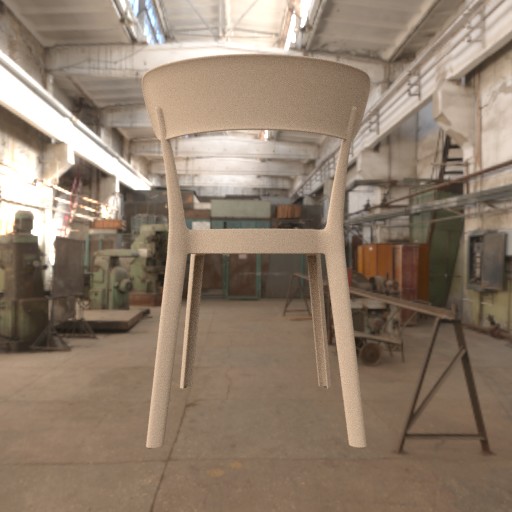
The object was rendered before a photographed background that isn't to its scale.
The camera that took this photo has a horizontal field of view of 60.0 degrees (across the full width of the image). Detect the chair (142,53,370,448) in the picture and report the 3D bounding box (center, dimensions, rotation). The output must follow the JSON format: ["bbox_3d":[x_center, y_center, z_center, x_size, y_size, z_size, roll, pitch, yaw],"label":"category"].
[{"bbox_3d":[0.000,0.000,1.099,0.506,0.790,0.491,0,0,0],"label":"chair"}]
